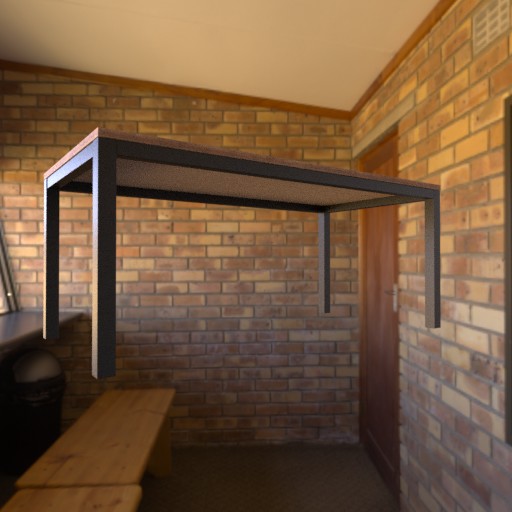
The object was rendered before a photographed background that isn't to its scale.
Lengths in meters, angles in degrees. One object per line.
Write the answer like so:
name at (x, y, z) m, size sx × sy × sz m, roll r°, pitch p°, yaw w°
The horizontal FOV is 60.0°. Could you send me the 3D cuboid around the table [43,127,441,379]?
table at (0.000, 0.000, 2.230) m, size 1.805 × 0.767 × 0.893 m, roll 0°, pitch -1°, yaw -35°
